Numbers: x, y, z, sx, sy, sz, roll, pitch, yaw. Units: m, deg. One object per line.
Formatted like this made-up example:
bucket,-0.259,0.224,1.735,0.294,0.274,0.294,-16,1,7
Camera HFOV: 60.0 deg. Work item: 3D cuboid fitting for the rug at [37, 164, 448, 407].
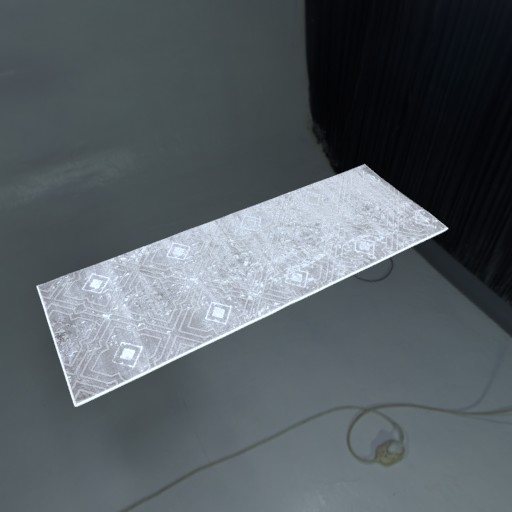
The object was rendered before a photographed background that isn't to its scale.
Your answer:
rug,0.000,0.000,2.671,2.381,0.035,0.832,-23,50,-21
